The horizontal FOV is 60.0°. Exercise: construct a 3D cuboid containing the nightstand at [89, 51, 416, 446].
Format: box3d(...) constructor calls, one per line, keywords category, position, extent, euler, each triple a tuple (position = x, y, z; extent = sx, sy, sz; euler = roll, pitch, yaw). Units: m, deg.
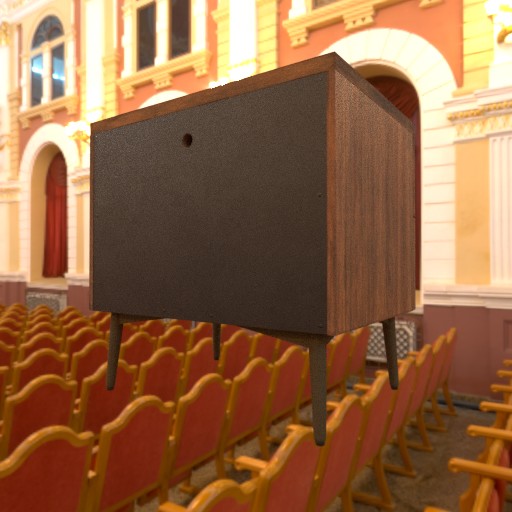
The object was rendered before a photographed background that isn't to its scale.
box3d(category="nightstand", position=(0.000, 0.000, 1.027), extent=(0.610, 0.610, 0.458), euler=(-1, -1, 35))
